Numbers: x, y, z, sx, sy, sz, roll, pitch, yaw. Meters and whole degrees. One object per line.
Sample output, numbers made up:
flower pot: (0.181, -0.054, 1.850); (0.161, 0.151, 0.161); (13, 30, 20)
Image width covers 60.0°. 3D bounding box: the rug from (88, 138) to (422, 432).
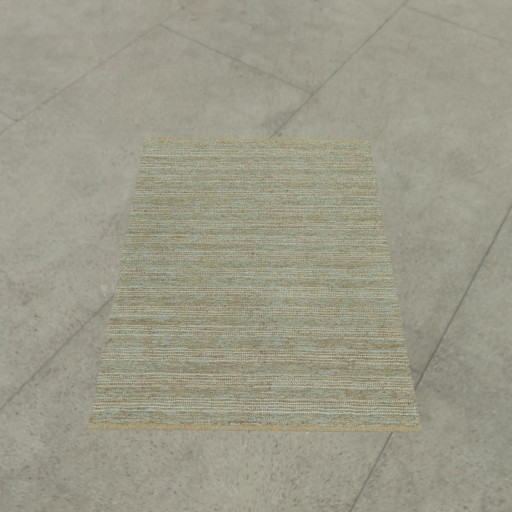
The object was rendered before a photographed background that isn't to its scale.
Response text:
rug: (0.000, 0.000, 4.064); (2.471, 0.012, 3.034); (0, 58, 0)
